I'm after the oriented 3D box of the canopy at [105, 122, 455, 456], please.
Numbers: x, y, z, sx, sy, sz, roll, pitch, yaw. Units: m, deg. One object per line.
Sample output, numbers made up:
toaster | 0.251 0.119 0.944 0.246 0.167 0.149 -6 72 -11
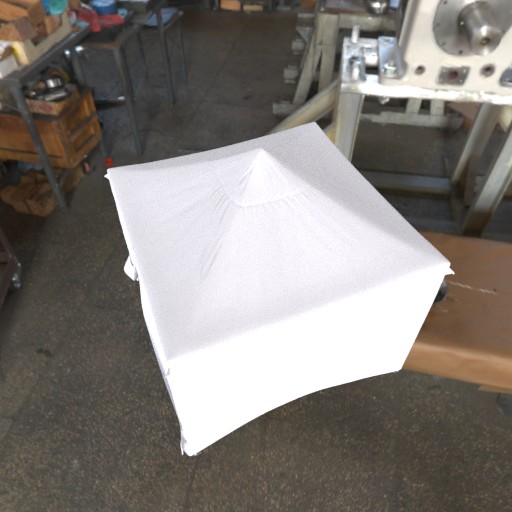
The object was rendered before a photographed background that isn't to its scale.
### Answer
canopy | 0.000 0.000 5.405 3.121 2.997 3.043 -17 49 -15
